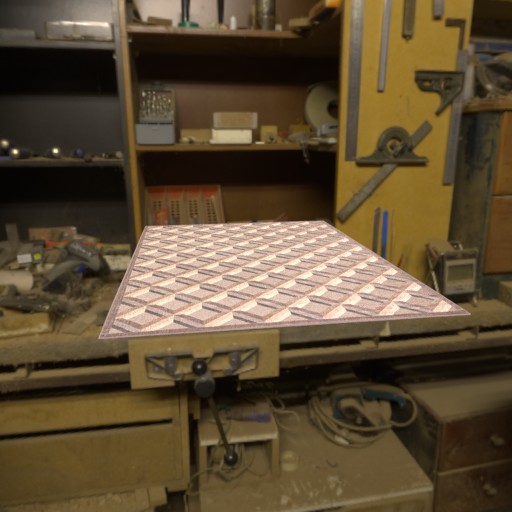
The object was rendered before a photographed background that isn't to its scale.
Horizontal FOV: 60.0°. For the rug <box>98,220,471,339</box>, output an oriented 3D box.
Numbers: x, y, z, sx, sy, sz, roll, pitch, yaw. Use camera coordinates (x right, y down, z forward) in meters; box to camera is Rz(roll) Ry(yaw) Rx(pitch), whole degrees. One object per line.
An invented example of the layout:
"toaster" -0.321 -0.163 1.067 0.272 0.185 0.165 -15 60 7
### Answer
"rug" 0.000 0.000 4.327 2.382 0.018 3.294 -2 16 -8
